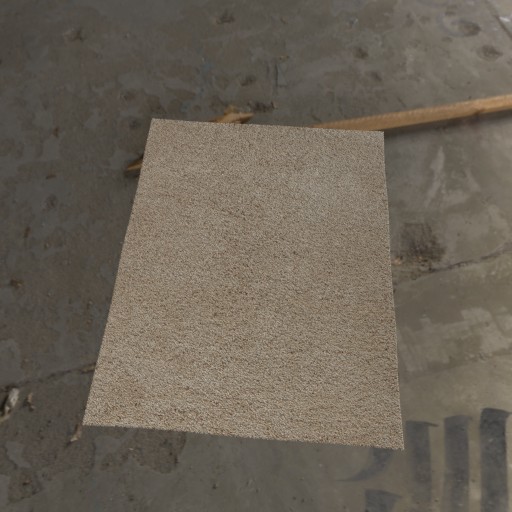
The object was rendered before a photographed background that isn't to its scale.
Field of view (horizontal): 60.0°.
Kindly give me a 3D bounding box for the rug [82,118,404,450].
[{"bbox_3d":[0.000,0.000,3.942,2.400,0.025,3.000,4,64,2],"label":"rug"}]
